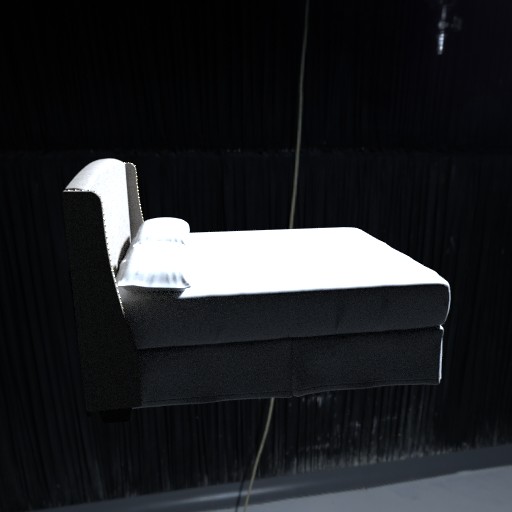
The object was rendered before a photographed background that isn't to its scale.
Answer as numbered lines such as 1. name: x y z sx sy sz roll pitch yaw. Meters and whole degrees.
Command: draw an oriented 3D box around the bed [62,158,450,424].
1. bed: 0.000 0.000 3.275 2.237 1.407 1.710 -3 17 -9
